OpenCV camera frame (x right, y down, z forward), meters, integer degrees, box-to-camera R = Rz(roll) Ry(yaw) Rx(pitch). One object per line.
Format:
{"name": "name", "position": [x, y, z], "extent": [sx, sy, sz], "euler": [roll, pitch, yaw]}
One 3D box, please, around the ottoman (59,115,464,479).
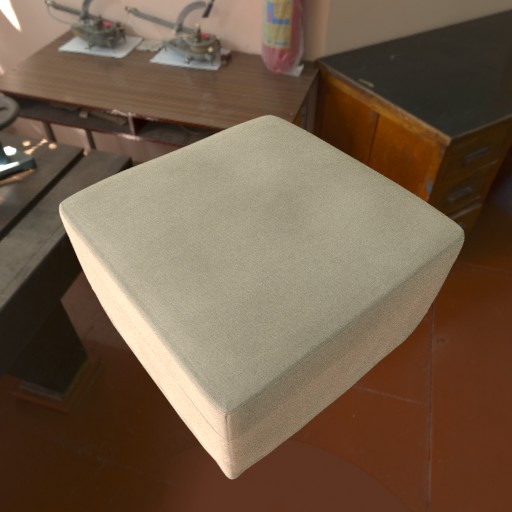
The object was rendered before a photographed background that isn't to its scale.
{"name": "ottoman", "position": [0.000, 0.000, 1.342], "extent": [0.842, 0.441, 0.843], "euler": [-31, 53, -26]}
